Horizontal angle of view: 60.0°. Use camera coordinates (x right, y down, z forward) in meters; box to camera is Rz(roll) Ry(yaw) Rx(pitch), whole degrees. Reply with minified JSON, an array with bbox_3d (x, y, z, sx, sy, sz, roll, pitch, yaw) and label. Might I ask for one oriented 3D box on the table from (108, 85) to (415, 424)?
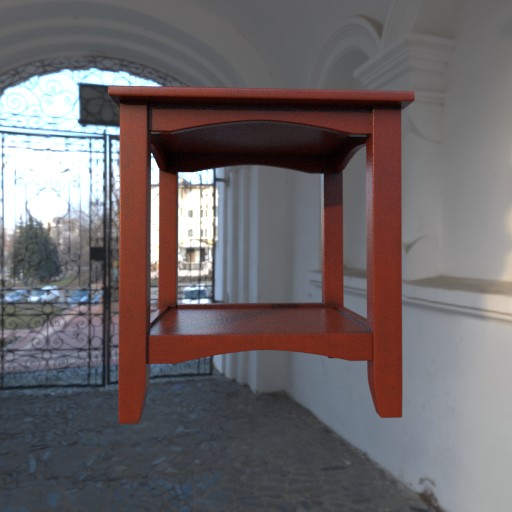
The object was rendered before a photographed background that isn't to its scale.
[{"bbox_3d":[0.000,0.000,0.977,0.523,0.558,0.522,0,1,-1],"label":"table"}]
